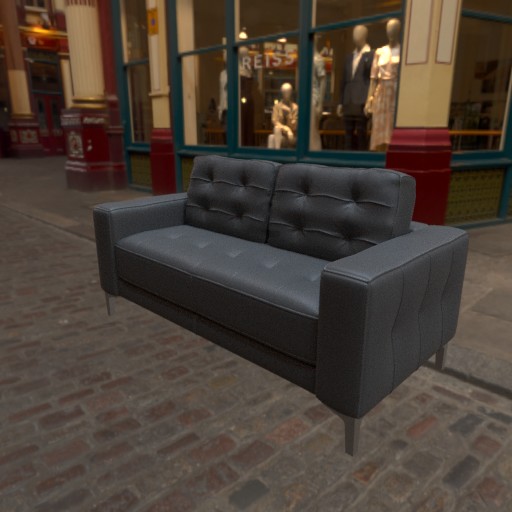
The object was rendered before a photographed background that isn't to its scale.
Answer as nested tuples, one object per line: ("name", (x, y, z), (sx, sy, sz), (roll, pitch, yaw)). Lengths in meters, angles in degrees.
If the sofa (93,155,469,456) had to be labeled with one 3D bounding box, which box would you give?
("sofa", (0.000, 0.000, 2.169), (1.726, 0.893, 0.833), (16, 23, 41))
